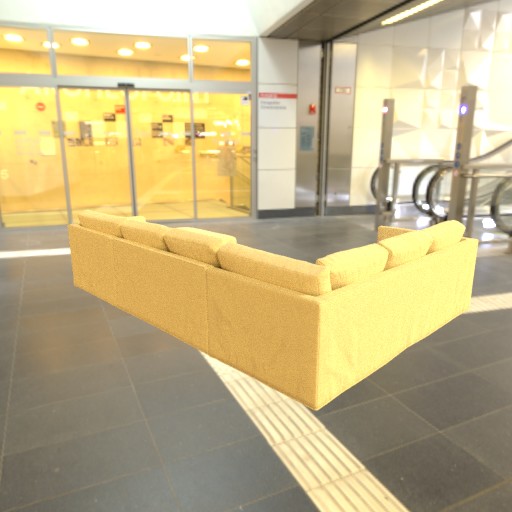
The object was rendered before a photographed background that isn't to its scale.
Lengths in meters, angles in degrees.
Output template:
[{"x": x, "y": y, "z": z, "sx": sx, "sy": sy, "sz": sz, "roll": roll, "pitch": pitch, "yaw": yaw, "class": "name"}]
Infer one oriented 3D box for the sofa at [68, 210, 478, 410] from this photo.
[{"x": 0.000, "y": 0.000, "z": 4.542, "sx": 2.427, "sy": 0.882, "sz": 3.460, "roll": -14, "pitch": 20, "yaw": -43, "class": "sofa"}]
